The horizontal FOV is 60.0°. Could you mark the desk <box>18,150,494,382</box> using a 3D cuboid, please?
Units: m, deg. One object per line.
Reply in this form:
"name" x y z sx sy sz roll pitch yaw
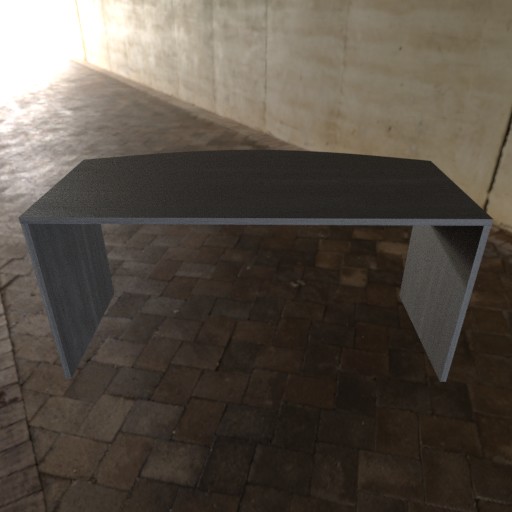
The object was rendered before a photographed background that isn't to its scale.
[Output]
"desk" 0.000 0.000 2.025 1.600 0.750 0.802 0 30 1
